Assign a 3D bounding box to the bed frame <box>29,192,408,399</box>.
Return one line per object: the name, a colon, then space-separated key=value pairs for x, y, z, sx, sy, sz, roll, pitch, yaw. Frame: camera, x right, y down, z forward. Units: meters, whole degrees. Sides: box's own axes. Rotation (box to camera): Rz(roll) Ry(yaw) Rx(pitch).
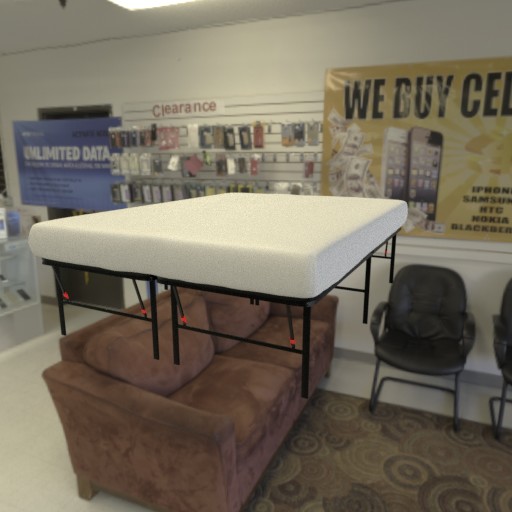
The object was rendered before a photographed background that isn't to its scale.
bed frame: x=0.000 y=0.000 z=2.890 sx=1.584 sy=0.667 sz=2.151 roll=7 pitch=15 yaw=26
